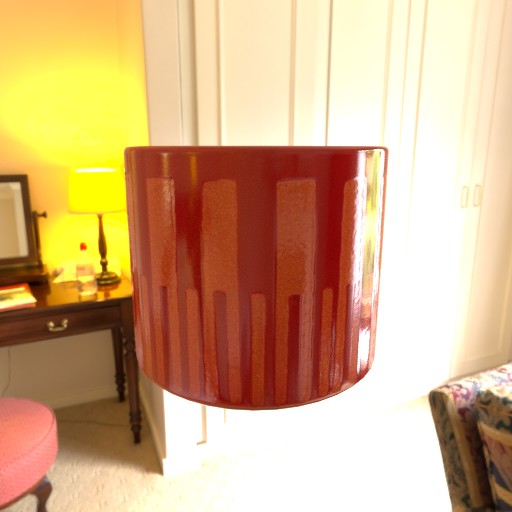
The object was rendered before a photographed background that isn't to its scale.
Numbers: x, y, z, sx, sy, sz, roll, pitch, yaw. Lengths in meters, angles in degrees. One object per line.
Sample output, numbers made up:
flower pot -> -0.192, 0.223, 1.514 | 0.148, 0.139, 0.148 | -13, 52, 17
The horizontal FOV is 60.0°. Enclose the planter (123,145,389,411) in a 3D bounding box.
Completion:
planter -> 0.000, 0.000, 0.420 | 0.230, 0.202, 0.230 | 0, 14, 0
